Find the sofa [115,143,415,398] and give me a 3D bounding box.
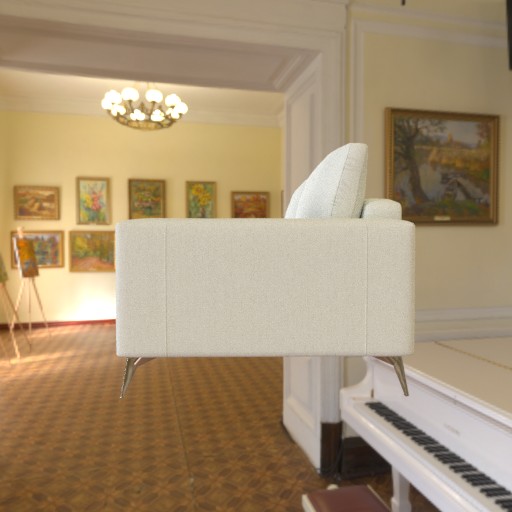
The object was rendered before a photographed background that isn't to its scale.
[{"bbox_3d":[0.000,0.000,2.109,0.920,0.790,1.650,0,2,-1],"label":"sofa"}]
